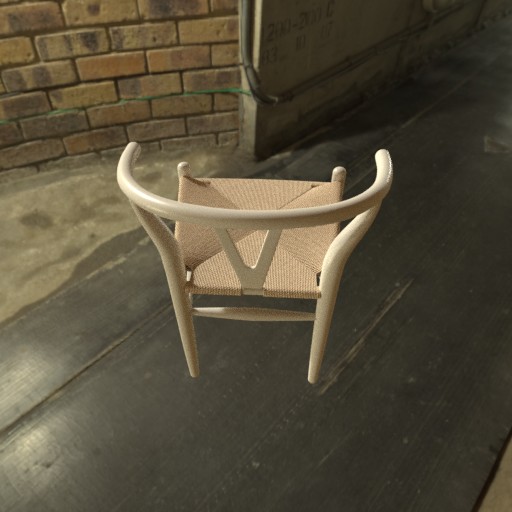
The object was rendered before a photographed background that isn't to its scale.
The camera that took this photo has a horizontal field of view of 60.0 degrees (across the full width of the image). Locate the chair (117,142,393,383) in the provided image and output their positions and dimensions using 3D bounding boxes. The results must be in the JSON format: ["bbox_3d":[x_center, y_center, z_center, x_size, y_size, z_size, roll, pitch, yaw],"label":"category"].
[{"bbox_3d":[0.000,0.000,1.138,0.569,0.730,0.579,2,45,2],"label":"chair"}]
